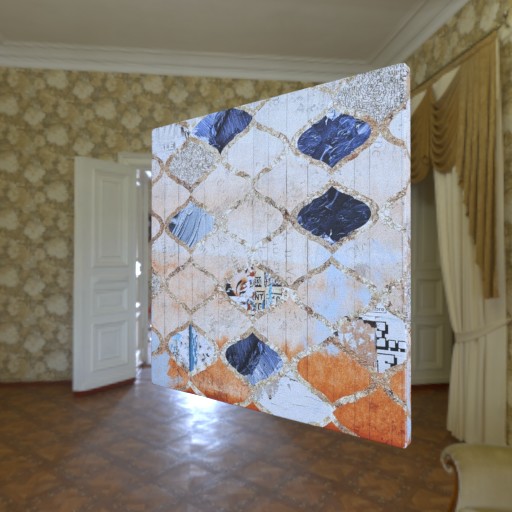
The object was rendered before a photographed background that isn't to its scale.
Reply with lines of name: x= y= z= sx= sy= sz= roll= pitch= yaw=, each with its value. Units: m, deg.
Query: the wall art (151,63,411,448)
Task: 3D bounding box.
wall art: x=0.000 y=0.000 z=1.333 sx=0.912 sy=0.914 sz=0.039 roll=0 pitch=0 yaw=37
